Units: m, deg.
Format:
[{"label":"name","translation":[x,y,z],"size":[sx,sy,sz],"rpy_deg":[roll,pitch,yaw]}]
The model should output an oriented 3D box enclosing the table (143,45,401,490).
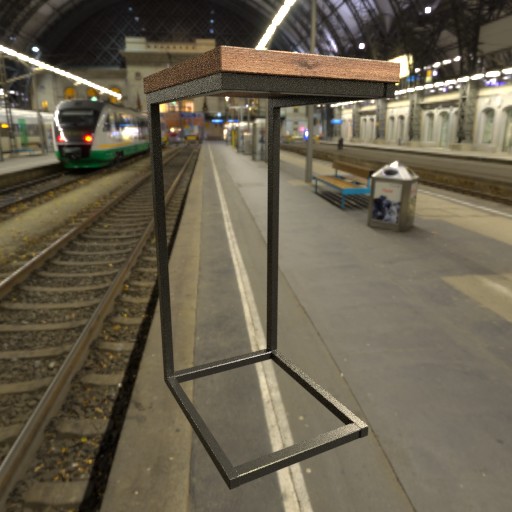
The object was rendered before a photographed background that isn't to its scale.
[{"label":"table","translation":[0.000,0.000,0.926],"size":[0.323,0.718,0.414],"rpy_deg":[-8,18,-26]}]
